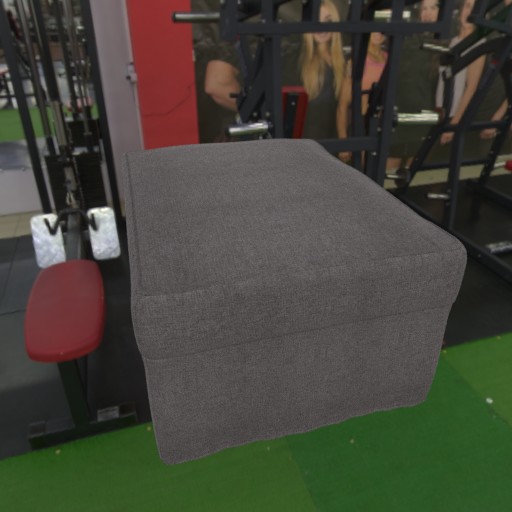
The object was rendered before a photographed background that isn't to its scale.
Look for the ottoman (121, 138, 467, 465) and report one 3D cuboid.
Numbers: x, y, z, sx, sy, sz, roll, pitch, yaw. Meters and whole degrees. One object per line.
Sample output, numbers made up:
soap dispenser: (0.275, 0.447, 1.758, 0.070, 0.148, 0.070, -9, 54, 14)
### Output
ottoman: (0.000, 0.000, 1.213, 0.652, 0.492, 0.833, -8, 31, -14)
